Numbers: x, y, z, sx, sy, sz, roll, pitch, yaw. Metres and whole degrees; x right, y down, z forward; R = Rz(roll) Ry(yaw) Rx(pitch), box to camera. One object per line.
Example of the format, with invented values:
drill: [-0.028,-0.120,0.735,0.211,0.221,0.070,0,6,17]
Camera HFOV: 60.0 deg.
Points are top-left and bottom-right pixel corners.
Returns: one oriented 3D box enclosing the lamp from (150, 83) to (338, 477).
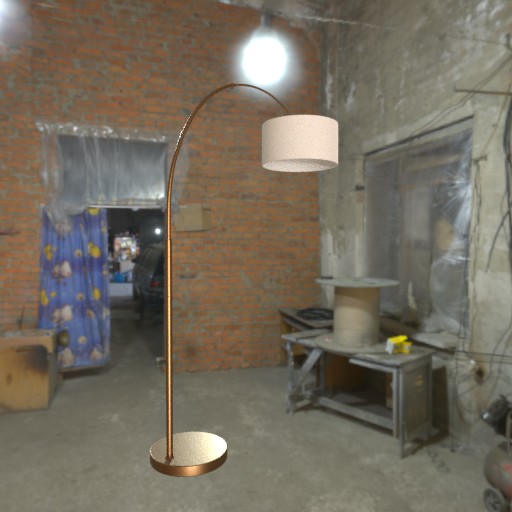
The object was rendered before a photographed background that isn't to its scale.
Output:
lamp: [0.000,0.000,2.542,0.493,1.927,1.434,1,2,37]
